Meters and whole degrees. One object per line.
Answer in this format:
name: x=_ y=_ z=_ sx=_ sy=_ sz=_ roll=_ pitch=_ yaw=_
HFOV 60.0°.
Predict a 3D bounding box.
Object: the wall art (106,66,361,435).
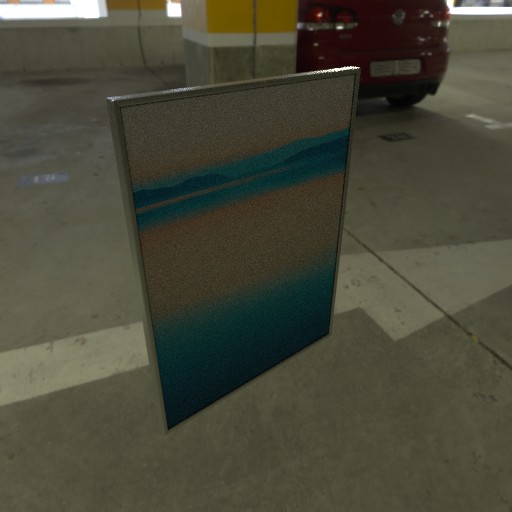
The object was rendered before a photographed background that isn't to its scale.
wall art: x=0.000 y=0.000 z=1.423 sx=0.801 sy=1.062 sz=0.037 roll=-22 pitch=37 yaw=-33
